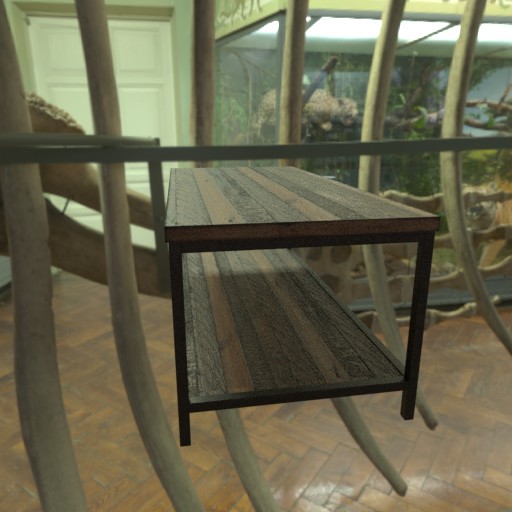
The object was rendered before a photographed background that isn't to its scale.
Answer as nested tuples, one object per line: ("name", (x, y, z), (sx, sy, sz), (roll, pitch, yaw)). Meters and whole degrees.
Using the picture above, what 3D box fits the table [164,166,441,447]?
("table", (0.000, 0.000, 1.225), (0.452, 0.399, 0.990), (-3, 16, -10))
